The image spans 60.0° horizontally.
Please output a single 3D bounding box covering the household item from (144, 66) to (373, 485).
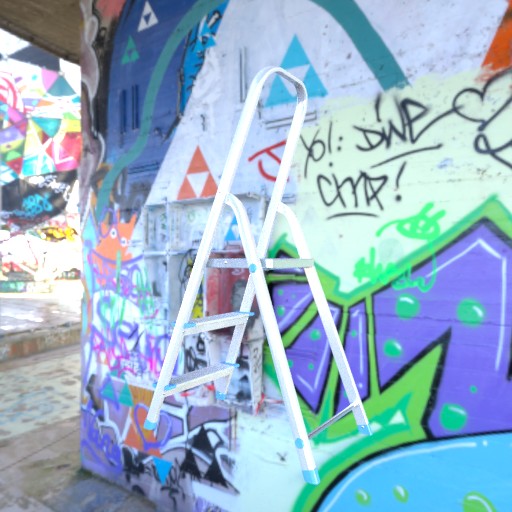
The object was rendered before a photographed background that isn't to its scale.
[{"bbox_3d":[0.000,0.000,1.542,0.687,1.215,0.420,0,0,35],"label":"household item"}]
